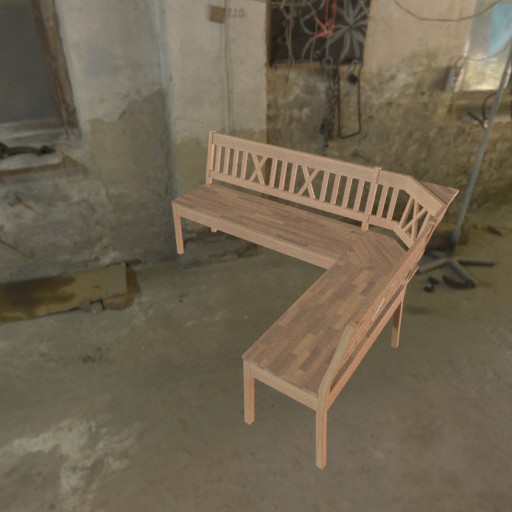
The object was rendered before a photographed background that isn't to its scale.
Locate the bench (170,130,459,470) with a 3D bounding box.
[{"bbox_3d":[0.000,0.000,2.809,1.937,0.902,1.537,21,38,29],"label":"bench"}]
